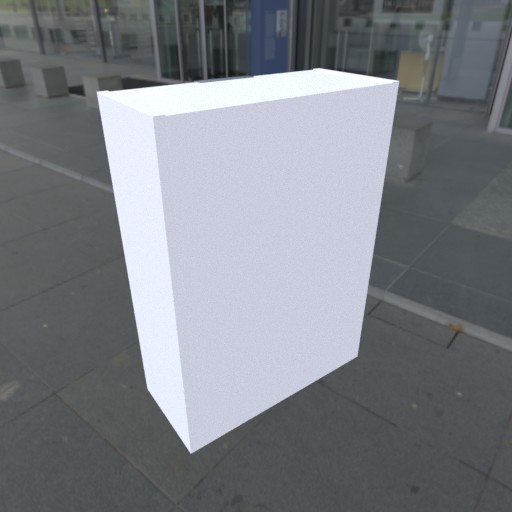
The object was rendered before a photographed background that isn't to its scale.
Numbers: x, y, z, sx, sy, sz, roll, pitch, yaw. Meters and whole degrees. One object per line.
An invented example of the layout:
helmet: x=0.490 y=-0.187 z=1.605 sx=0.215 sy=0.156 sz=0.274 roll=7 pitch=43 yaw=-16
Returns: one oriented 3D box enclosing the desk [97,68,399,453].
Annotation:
desk: x=0.000 y=0.000 z=1.639 sx=0.850 sy=1.190 sz=0.390 roll=-20 pitch=35 yaw=-30
